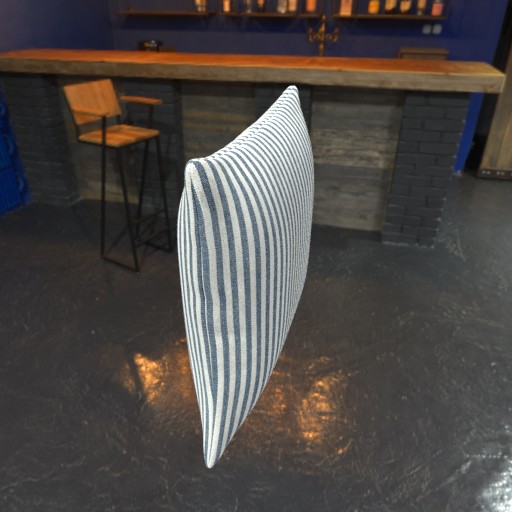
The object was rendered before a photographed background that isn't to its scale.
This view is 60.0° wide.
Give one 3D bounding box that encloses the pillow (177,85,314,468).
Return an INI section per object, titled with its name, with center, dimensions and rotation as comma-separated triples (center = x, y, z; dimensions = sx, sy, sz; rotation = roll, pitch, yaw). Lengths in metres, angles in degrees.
[pillow]
center = 0.000, 0.000, 0.801
dimensions = 0.166, 0.510, 0.523
rotation = 8, 31, 14
